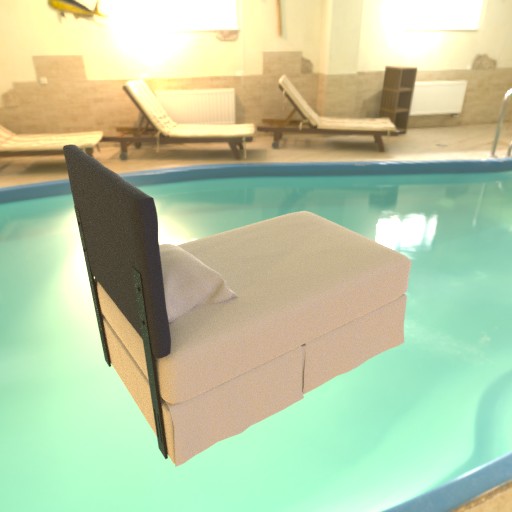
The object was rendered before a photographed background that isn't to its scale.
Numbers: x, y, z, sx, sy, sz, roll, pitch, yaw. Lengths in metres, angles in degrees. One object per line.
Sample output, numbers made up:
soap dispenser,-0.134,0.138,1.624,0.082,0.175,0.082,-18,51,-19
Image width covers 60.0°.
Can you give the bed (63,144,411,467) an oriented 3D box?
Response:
bed,0.000,0.000,3.029,1.997,1.571,1.261,-18,32,-31
